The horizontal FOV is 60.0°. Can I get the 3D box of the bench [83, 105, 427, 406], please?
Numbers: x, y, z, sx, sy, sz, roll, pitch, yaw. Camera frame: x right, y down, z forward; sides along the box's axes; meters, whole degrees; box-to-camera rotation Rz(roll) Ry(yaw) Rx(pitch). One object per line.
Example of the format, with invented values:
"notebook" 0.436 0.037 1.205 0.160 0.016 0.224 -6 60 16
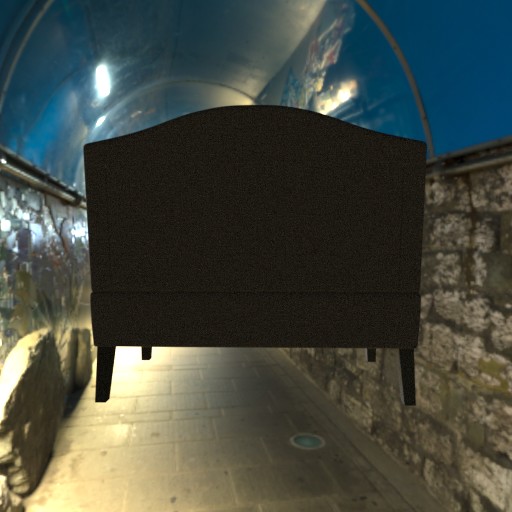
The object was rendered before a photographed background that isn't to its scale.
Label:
"bench" 0.000 0.000 2.092 1.335 1.180 0.815 0 1 2
